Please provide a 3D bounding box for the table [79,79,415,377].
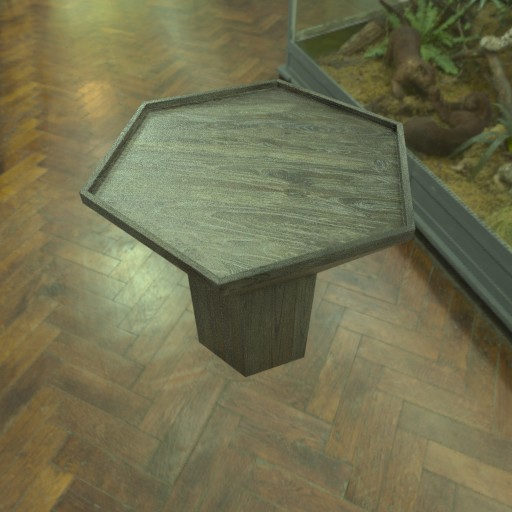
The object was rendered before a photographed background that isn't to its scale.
[{"bbox_3d":[0.000,0.000,1.096,0.683,0.586,0.592,31,54,26],"label":"table"}]
